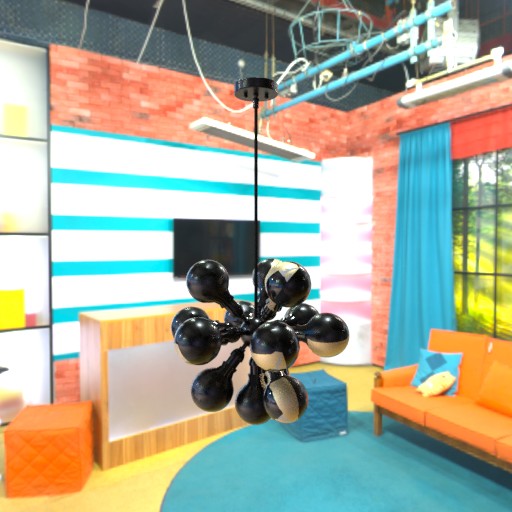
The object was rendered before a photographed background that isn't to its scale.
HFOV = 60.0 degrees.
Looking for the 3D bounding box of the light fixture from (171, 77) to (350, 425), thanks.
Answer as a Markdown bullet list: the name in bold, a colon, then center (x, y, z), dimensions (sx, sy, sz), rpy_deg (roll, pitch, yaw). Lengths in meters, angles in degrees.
- **light fixture**: center (0.000, 0.000, 1.126), dimensions (0.468, 0.859, 0.420), rpy_deg (0, 1, 17)
